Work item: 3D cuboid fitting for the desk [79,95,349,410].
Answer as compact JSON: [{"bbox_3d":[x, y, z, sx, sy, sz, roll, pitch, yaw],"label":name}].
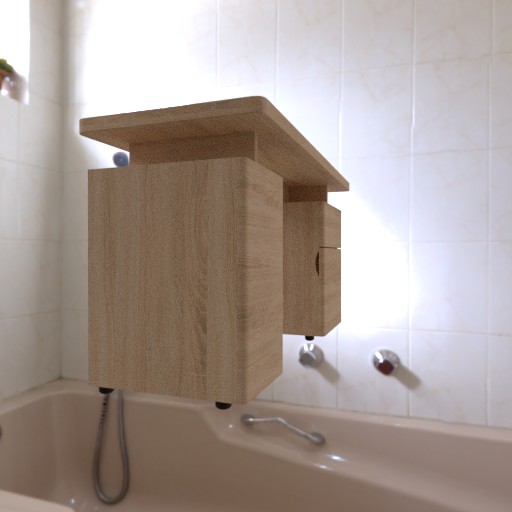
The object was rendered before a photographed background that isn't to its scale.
[{"bbox_3d":[0.000,0.000,1.786,0.550,0.760,1.400,0,0,20],"label":"desk"}]
